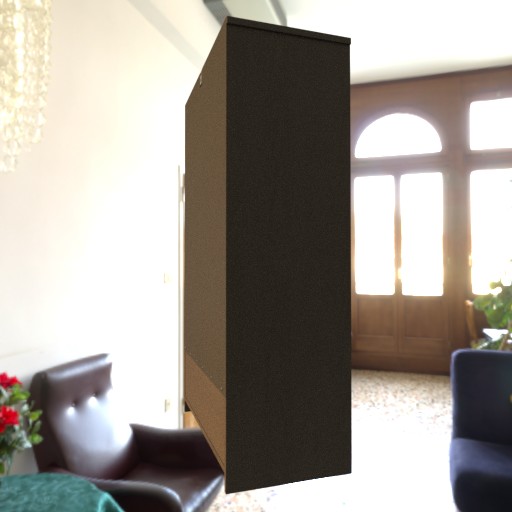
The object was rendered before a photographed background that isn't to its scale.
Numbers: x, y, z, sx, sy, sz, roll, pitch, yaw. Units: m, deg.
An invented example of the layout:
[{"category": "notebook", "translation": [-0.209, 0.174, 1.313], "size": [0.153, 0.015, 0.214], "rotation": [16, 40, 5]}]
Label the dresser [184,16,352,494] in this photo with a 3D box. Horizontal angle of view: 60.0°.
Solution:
[{"category": "dresser", "translation": [0.000, 0.000, 1.553], "size": [0.399, 1.255, 0.704], "rotation": [0, -1, -18]}]
